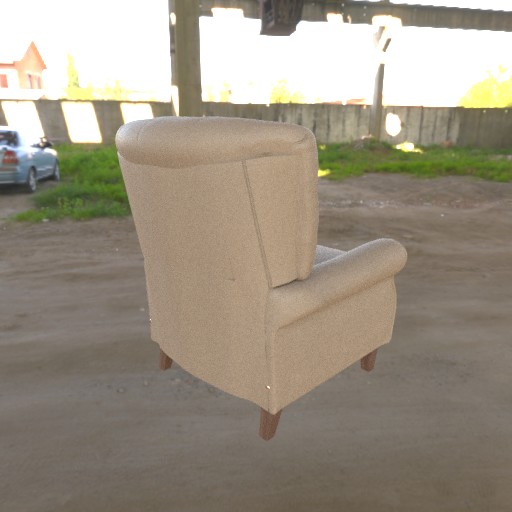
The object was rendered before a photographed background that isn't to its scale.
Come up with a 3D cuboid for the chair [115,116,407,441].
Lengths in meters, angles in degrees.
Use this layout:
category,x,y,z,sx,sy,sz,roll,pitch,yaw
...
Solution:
category,x,y,z,sx,sy,sz,roll,pitch,yaw
chair,0.000,0.000,1.908,1.041,1.138,0.999,-15,22,-42
